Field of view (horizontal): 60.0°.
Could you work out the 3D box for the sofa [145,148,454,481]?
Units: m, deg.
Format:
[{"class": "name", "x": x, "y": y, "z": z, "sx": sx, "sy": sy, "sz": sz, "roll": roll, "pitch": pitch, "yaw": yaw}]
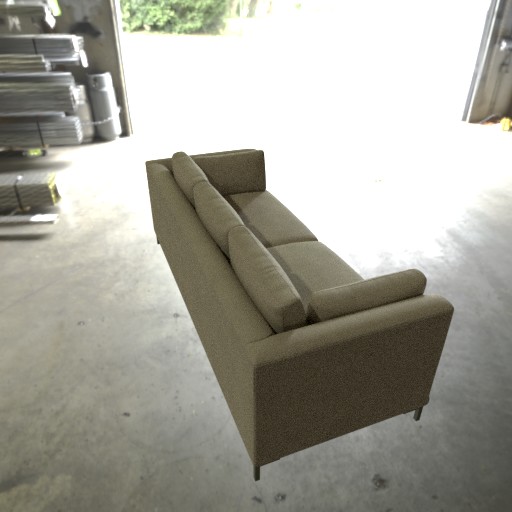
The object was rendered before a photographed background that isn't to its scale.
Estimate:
[{"class": "sofa", "x": 0.000, "y": 0.000, "z": 2.904, "sx": 0.969, "sy": 0.867, "sz": 2.415, "roll": -12, "pitch": 33, "yaw": -18}]
